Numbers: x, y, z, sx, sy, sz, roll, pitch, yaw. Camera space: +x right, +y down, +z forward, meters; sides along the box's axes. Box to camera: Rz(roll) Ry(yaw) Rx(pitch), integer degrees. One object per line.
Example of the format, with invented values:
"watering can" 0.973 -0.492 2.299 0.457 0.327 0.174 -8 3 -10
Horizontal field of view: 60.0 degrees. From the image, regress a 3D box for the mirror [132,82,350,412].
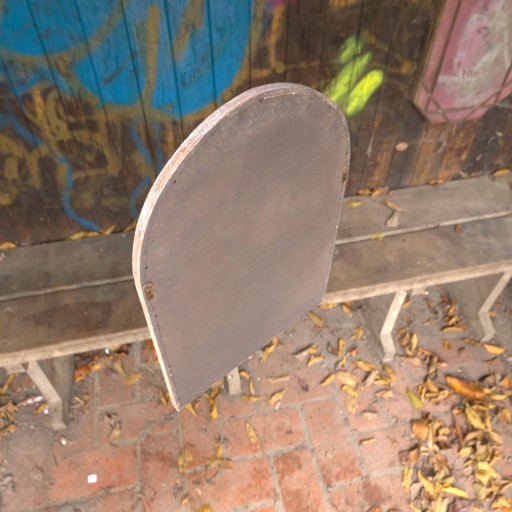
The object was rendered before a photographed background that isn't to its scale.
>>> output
"mirror" 0.000 0.000 1.185 0.660 0.920 0.032 -33 55 -27
